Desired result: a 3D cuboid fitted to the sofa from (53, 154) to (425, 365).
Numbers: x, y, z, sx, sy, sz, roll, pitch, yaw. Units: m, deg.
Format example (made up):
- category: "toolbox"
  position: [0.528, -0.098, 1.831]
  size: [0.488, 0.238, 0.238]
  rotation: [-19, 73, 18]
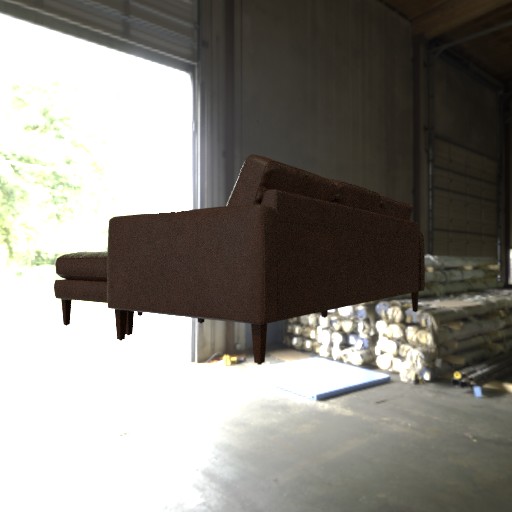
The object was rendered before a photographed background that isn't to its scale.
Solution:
- category: "sofa"
  position: [0.000, 0.000, 2.957]
  size: [1.613, 0.841, 2.185]
  rotation: [0, 0, 36]
